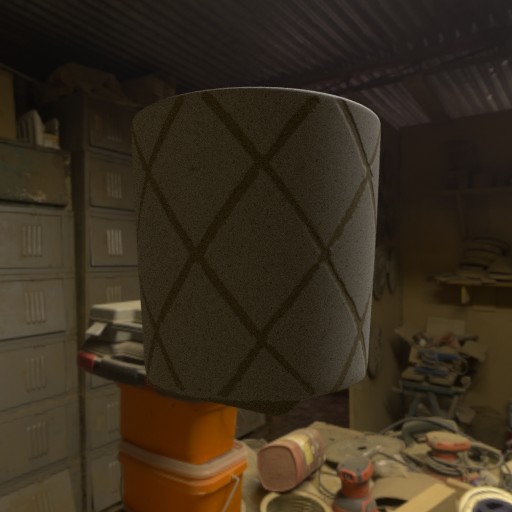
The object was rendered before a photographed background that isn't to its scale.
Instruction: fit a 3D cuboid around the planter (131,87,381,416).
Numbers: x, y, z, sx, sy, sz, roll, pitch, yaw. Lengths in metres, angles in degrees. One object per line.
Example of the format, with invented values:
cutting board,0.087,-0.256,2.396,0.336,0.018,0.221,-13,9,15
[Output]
planter,0.000,0.000,0.420,0.228,0.235,0.228,0,0,0
